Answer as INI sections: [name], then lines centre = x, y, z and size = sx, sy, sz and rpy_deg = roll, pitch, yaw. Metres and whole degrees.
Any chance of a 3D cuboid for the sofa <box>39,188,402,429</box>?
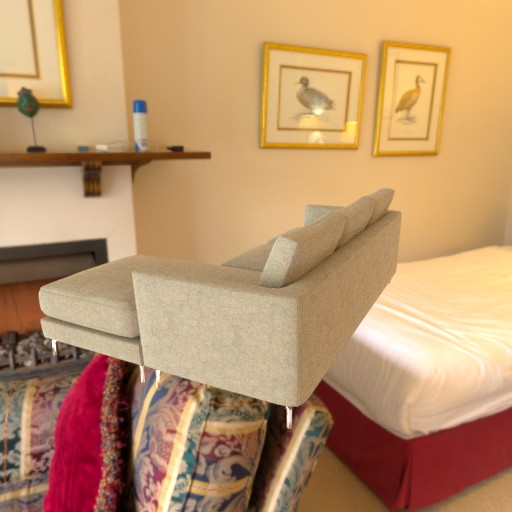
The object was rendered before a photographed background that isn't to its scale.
[sofa]
centre = 0.000, 0.000, 3.184
size = 1.626, 0.864, 2.438
rpy_deg = 8, 17, 26
